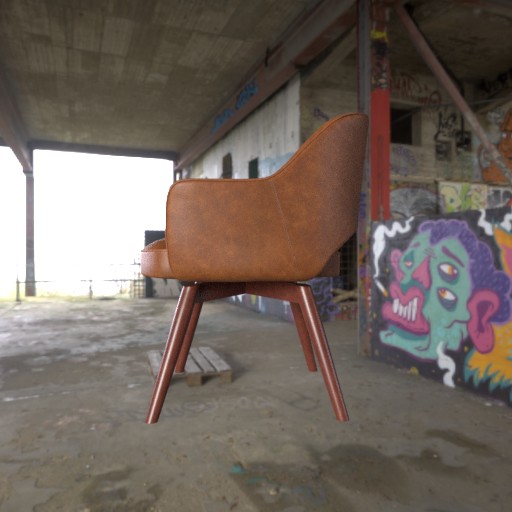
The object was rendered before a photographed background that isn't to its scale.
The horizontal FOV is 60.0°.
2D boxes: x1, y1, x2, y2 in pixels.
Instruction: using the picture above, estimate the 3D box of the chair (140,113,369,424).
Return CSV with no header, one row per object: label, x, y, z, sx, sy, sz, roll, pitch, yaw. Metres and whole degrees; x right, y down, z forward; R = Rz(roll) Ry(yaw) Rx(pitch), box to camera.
chair,0.000,0.000,1.268,0.640,0.777,0.591,0,0,-2
